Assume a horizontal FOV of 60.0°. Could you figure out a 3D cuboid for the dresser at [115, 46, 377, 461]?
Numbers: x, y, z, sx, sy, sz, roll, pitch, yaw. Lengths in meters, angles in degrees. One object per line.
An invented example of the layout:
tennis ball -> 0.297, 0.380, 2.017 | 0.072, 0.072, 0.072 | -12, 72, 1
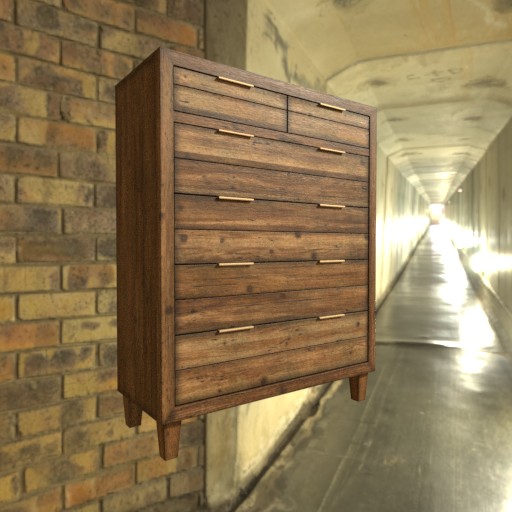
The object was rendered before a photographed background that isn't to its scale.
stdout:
dresser -> 0.000, 0.000, 1.913 | 1.067, 1.359, 0.438 | -1, 2, -36
